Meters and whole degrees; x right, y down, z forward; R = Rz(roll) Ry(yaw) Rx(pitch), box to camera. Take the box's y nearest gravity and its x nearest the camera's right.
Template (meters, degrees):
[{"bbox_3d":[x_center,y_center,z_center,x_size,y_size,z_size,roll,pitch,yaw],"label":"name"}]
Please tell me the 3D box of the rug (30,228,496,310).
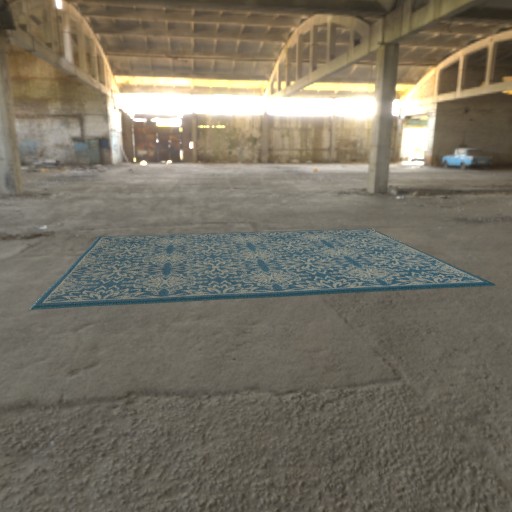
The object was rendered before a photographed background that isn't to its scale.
[{"bbox_3d":[0.000,0.000,2.812,2.205,0.012,1.554,-2,14,-8],"label":"rug"}]
